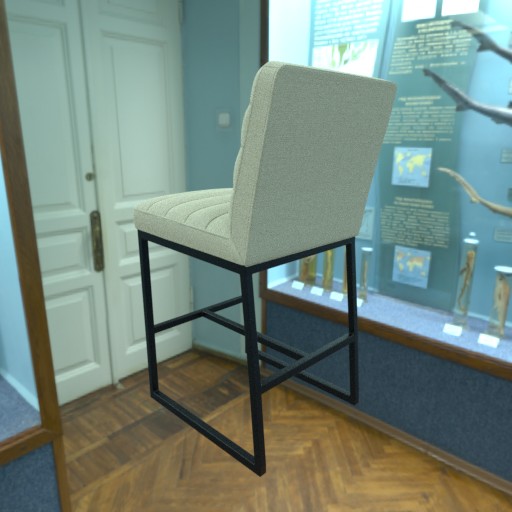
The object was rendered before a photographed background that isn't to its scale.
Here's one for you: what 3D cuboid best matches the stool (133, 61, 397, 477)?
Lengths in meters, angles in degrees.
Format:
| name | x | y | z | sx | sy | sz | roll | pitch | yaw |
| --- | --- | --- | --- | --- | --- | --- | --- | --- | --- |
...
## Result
| name | x | y | z | sx | sy | sz | roll | pitch | yaw |
| --- | --- | --- | --- | --- | --- | --- | --- | --- | --- |
| stool | 0.000 | 0.000 | 1.259 | 0.560 | 0.940 | 0.460 | 15 | 21 | 43 |
